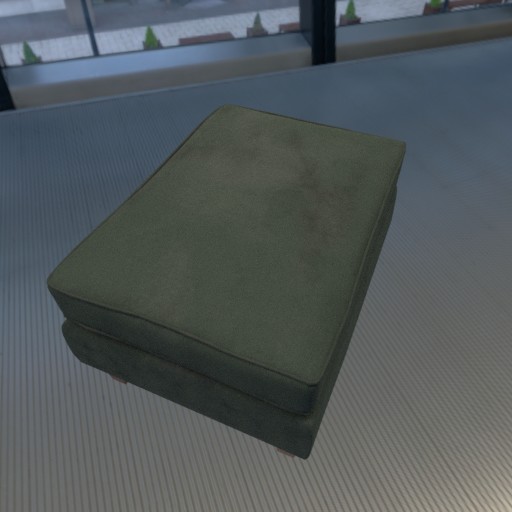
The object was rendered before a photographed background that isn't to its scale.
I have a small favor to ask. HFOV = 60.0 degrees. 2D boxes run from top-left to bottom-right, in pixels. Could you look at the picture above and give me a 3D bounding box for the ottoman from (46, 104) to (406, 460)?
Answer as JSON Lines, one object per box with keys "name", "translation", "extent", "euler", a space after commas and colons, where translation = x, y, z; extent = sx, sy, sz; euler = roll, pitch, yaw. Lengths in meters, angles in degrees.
{"name": "ottoman", "translation": [0.000, 0.000, 1.239], "extent": [0.632, 0.495, 0.864], "euler": [17, 48, 16]}
